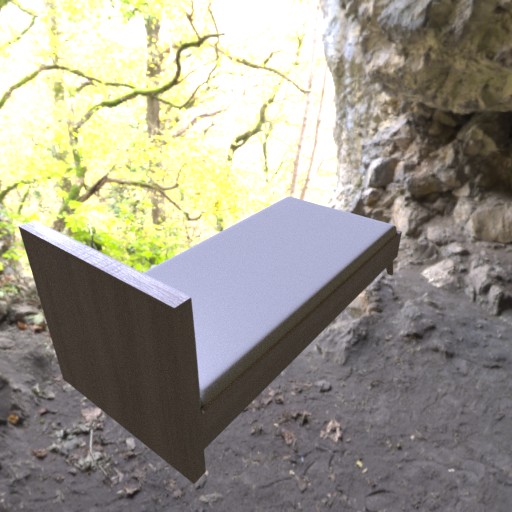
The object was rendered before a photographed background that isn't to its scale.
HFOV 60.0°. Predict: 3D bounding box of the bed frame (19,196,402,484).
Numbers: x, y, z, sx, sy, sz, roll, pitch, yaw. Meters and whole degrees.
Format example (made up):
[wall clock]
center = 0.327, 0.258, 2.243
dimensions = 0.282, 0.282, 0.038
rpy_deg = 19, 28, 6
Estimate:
[bed frame]
center = 0.000, 0.000, 2.651
dimensions = 0.990, 0.920, 2.140
rpy_deg = 21, 36, 32
